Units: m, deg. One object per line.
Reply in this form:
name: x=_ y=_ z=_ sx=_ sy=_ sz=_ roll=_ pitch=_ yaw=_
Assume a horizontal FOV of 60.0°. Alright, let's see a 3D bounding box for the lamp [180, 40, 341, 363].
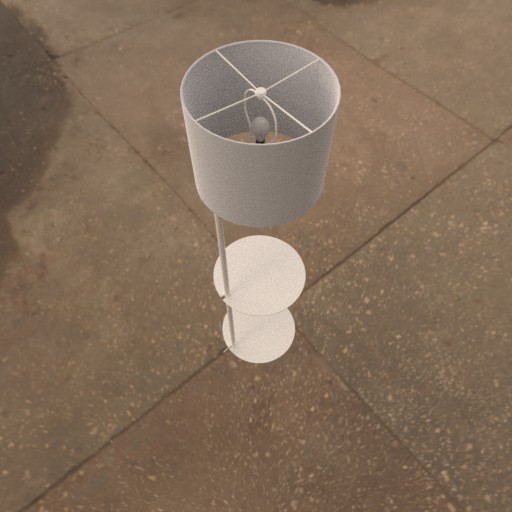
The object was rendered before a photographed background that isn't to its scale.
lamp: x=0.000 y=0.000 z=1.648 sx=0.405 sy=1.465 sz=0.372 roll=-33 pitch=64 yaw=-19
